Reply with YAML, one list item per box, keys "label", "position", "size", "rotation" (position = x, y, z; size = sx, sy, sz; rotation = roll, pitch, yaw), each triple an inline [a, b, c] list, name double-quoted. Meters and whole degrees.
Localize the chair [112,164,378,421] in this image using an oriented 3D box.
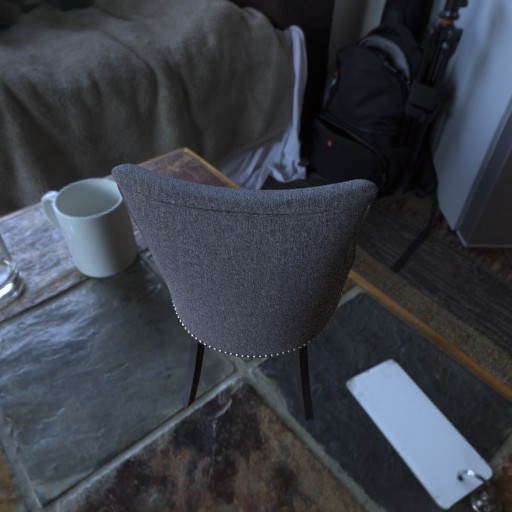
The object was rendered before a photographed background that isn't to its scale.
- label: "chair"
  position: [0.000, 0.000, 1.319]
  size: [0.566, 0.909, 0.629]
  rotation: [5, 46, 5]
